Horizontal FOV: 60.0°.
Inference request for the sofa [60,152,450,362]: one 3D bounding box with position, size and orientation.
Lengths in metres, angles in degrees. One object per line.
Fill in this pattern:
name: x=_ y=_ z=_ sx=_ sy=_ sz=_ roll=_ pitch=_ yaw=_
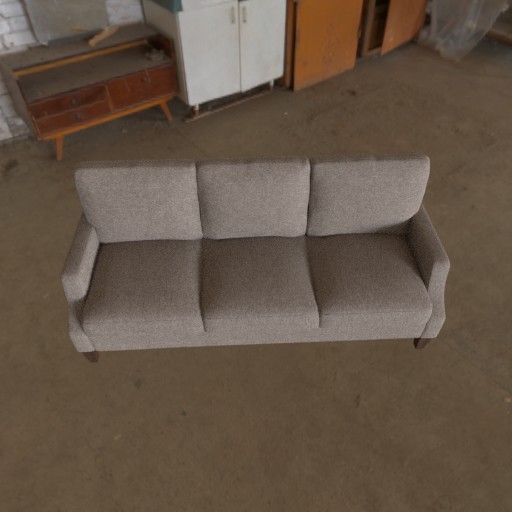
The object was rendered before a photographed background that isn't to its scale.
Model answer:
sofa: x=0.000 y=0.000 z=2.637 sx=2.115 sy=0.984 sz=0.888 roll=-2 pitch=46 yaw=-2
